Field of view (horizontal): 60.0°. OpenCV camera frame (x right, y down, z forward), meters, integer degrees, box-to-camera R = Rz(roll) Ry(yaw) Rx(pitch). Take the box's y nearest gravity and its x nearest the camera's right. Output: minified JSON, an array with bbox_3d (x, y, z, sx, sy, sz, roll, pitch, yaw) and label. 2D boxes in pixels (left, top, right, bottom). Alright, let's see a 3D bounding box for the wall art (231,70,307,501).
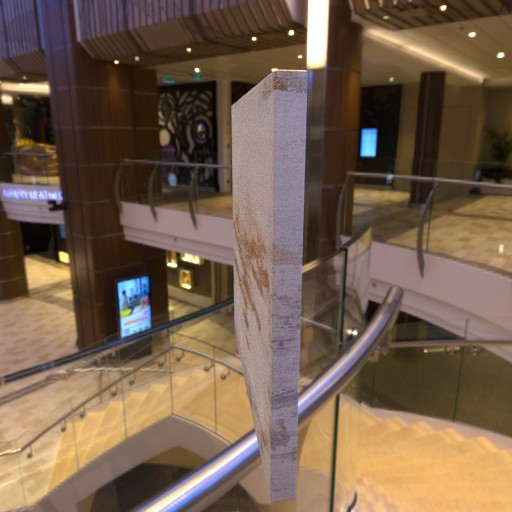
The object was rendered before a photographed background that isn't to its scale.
[{"bbox_3d":[0.000,0.000,0.891,0.040,0.613,0.611,-2,15,-8],"label":"wall art"}]
